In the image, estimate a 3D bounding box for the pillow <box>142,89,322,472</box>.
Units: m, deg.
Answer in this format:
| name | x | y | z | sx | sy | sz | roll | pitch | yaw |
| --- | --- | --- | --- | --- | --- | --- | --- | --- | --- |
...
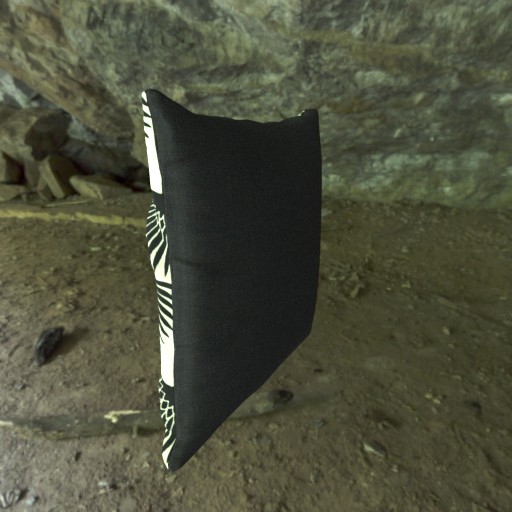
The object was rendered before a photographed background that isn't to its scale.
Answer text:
| name | x | y | z | sx | sy | sz | roll | pitch | yaw |
| --- | --- | --- | --- | --- | --- | --- | --- | --- | --- |
| pillow | 0.000 | 0.000 | 0.655 | 0.139 | 0.432 | 0.432 | 8 | 18 | 27 |
